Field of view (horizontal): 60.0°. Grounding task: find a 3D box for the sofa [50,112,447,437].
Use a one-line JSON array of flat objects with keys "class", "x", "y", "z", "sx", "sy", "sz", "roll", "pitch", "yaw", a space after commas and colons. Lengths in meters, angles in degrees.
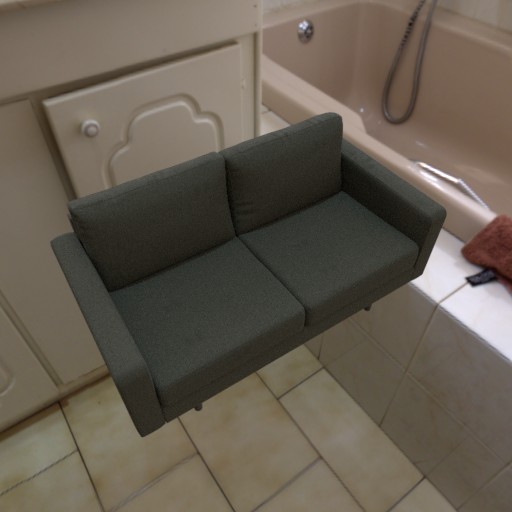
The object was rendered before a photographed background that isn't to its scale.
[{"class": "sofa", "x": 0.000, "y": 0.000, "z": 2.278, "sx": 1.730, "sy": 0.897, "sz": 0.889, "roll": -25, "pitch": 51, "yaw": -22}]
